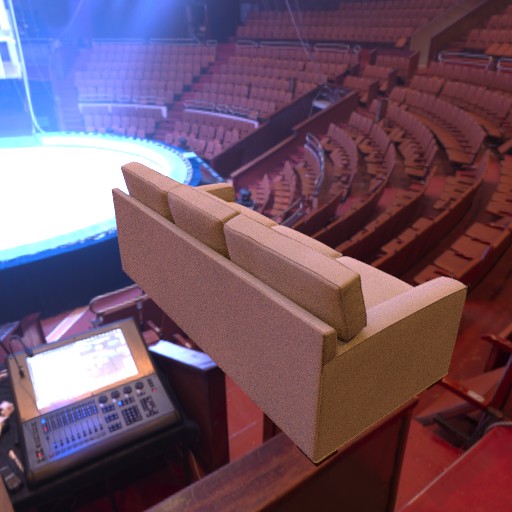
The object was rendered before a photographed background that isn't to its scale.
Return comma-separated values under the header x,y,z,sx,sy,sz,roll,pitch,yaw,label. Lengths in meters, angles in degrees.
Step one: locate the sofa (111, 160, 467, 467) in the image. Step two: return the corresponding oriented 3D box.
x,y,z,sx,sy,sz,roll,pitch,yaw,label
0.000,0.000,2.608,0.935,0.862,2.088,-18,31,-32,sofa
